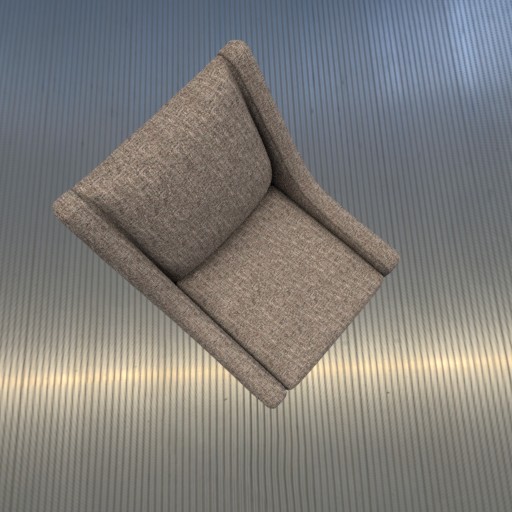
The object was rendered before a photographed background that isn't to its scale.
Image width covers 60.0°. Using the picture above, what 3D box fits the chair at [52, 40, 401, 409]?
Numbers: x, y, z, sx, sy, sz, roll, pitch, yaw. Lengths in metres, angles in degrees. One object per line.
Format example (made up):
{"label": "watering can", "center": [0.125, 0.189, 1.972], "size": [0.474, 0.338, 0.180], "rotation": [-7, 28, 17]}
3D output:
{"label": "chair", "center": [0.000, 0.000, 1.673], "size": [0.870, 1.014, 0.774], "rotation": [41, 79, 10]}
